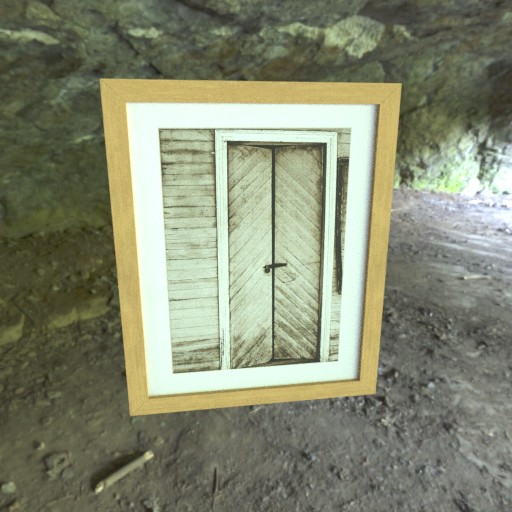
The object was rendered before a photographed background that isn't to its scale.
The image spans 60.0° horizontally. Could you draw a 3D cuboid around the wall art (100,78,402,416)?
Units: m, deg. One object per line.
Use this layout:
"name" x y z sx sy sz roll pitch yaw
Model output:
"wall art" 0.000 0.000 0.519 0.312 0.380 0.030 -2 16 -8
